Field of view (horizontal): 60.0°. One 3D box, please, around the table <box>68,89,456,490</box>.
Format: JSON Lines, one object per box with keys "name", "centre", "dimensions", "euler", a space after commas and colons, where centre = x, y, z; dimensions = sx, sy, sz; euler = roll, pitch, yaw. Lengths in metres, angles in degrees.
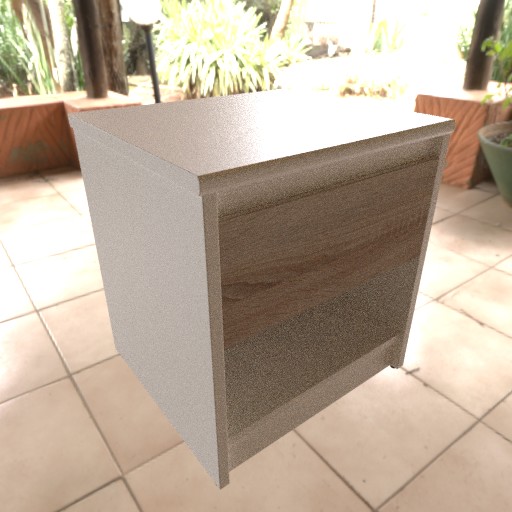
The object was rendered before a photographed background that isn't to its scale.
{"name": "table", "centre": [0.000, 0.000, 0.752], "dimensions": [0.420, 0.460, 0.380], "euler": [-20, 34, -32]}
